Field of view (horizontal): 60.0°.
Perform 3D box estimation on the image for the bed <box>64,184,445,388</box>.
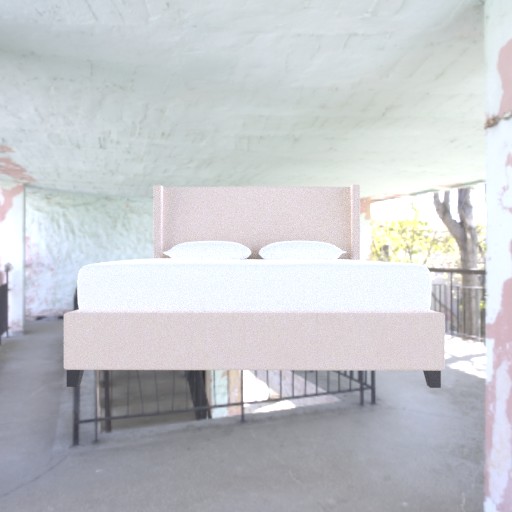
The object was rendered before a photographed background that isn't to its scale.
[{"bbox_3d":[0.000,0.000,3.616,2.145,1.471,2.293,0,0,0],"label":"bed"}]
